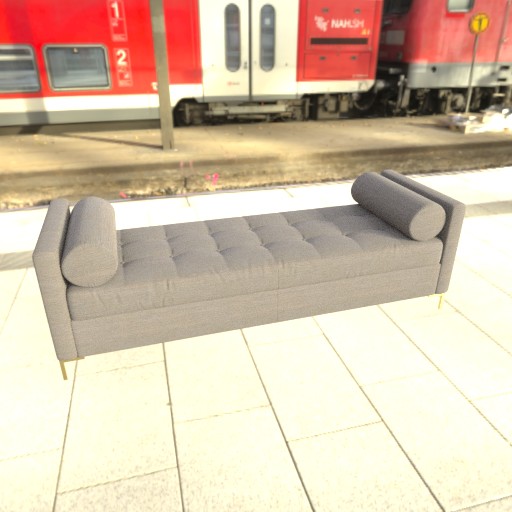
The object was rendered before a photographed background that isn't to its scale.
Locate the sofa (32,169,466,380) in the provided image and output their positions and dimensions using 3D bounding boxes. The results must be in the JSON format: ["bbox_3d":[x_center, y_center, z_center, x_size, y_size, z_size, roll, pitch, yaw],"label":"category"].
[{"bbox_3d":[0.000,0.000,2.350,1.981,0.635,0.686,-8,27,-15],"label":"sofa"}]
